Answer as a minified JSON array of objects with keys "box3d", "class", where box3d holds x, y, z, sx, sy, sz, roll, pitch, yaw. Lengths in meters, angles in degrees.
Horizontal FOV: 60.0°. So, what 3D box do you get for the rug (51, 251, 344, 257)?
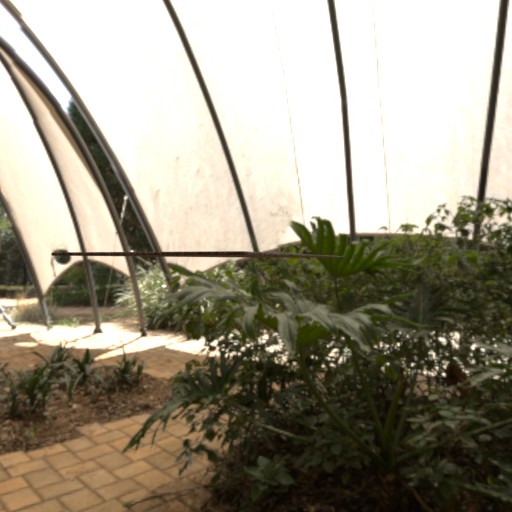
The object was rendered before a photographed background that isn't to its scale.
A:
[{"box3d":[0.000,0.000,2.458,0.691,0.011,2.296,0,0,18],"class":"rug"}]
